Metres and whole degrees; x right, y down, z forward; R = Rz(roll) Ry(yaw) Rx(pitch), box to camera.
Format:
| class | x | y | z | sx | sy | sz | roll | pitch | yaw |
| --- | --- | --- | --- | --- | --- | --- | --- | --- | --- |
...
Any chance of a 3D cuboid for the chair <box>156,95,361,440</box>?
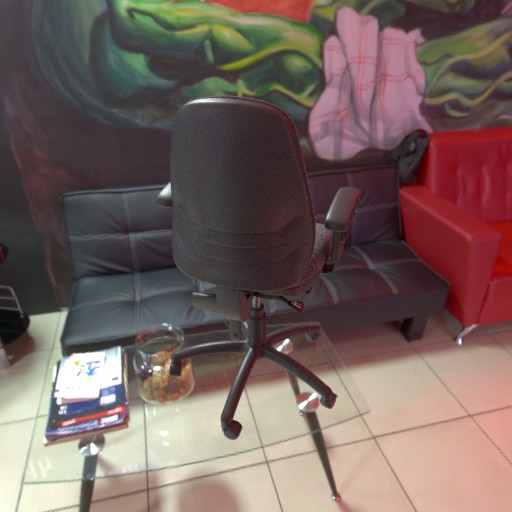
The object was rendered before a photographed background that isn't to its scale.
| class | x | y | z | sx | sy | sz | roll | pitch | yaw |
| --- | --- | --- | --- | --- | --- | --- | --- | --- | --- |
| chair | 0.000 | 0.000 | 1.252 | 0.550 | 0.910 | 0.530 | 9 | 31 | 16 |
